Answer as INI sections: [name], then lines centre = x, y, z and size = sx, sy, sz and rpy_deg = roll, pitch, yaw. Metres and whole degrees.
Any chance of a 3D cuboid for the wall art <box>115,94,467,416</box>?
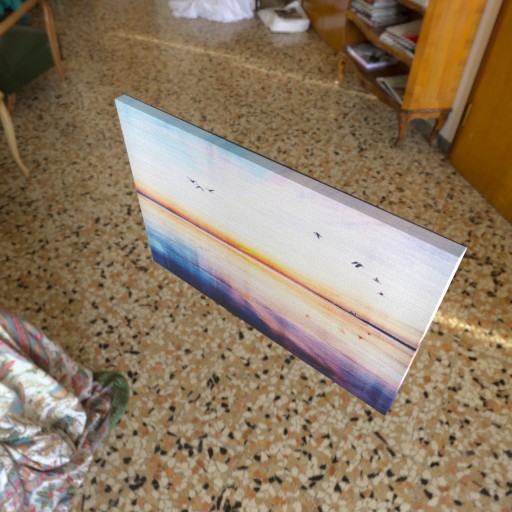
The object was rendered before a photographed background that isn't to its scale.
[wall art]
centre = 0.000, 0.000, 1.172
size = 0.911, 0.605, 0.037
rpy_deg = 30, 53, 26
